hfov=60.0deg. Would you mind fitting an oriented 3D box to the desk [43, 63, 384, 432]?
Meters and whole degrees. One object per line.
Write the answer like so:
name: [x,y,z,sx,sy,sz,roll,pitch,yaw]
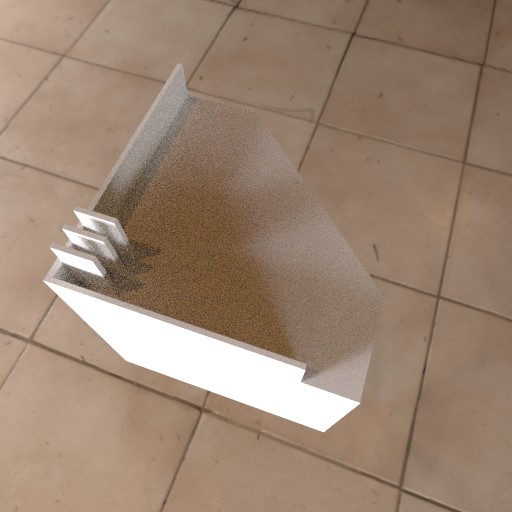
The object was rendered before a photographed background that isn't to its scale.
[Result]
desk: [0.000,0.000,1.743,0.940,0.986,0.940,17,64,9]
